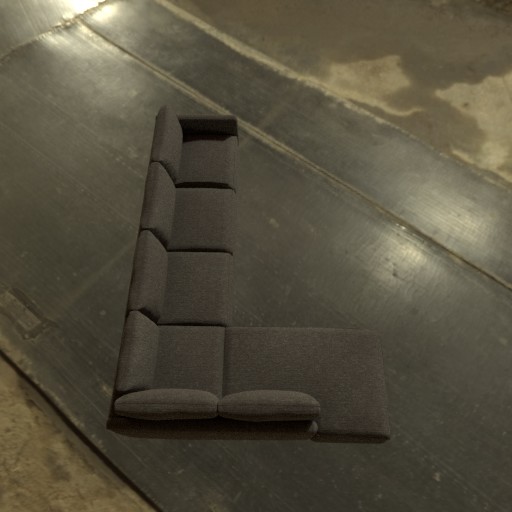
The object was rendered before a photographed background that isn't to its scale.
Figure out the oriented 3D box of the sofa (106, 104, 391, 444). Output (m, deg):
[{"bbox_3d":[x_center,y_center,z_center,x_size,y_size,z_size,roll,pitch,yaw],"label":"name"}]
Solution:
[{"bbox_3d":[0.000,0.000,3.834,2.007,0.815,2.949,1,63,0],"label":"sofa"}]
